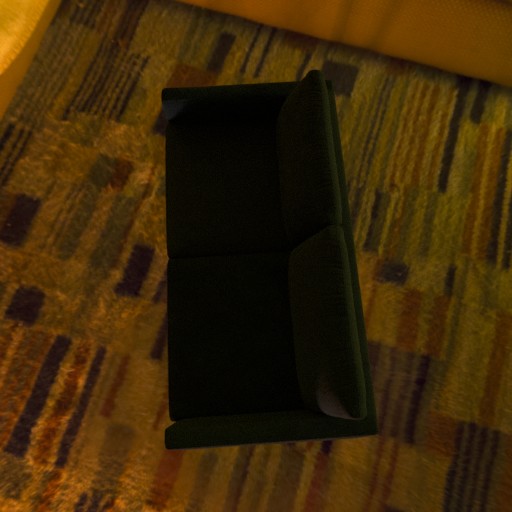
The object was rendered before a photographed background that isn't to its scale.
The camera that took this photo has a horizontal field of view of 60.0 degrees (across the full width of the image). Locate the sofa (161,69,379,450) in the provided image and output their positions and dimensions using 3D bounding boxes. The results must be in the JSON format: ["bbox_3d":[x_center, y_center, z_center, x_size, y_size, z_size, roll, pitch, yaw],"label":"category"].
[{"bbox_3d":[0.000,0.000,2.160,0.875,0.817,1.676,-4,74,-1],"label":"sofa"}]
